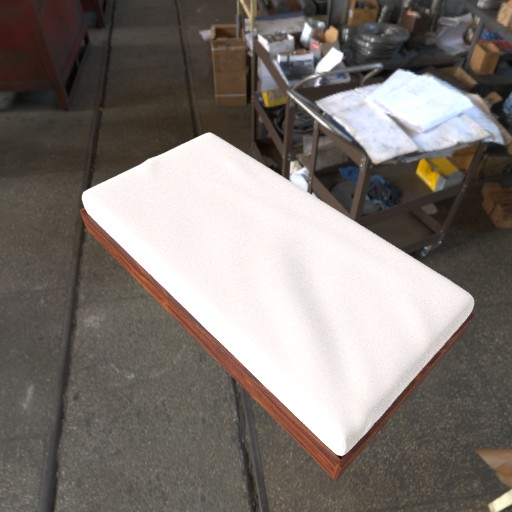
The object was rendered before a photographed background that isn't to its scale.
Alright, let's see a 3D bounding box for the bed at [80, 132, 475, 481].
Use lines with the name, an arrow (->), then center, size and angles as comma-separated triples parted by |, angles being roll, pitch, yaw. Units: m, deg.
bed -> 0.000, 0.000, 2.214 | 0.940, 0.312, 1.860 | -35, 56, -28
